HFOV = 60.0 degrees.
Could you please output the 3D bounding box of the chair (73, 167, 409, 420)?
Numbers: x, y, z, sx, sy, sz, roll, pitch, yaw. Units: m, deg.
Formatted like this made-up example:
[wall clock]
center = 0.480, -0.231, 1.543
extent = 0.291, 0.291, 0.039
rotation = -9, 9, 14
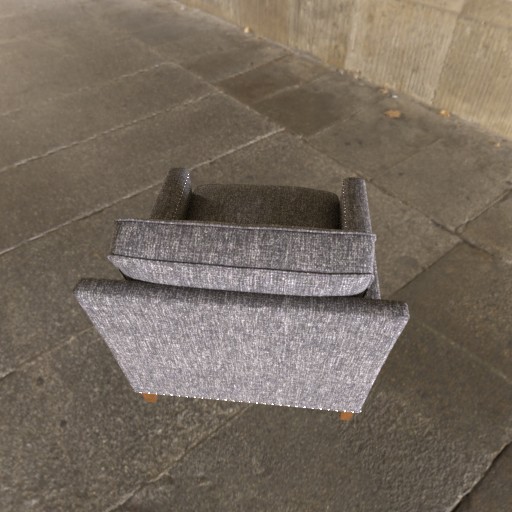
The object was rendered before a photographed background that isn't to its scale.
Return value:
[chair]
center = 0.000, 0.000, 1.679
extent = 0.853, 0.943, 1.014
rotation = 4, 45, 4
